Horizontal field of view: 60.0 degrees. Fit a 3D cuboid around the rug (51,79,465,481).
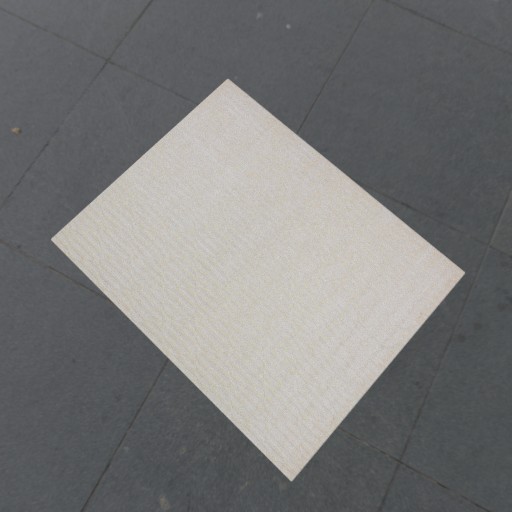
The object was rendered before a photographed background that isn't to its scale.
[{"bbox_3d":[0.000,0.000,4.142,3.055,0.021,2.410,42,79,10],"label":"rug"}]
